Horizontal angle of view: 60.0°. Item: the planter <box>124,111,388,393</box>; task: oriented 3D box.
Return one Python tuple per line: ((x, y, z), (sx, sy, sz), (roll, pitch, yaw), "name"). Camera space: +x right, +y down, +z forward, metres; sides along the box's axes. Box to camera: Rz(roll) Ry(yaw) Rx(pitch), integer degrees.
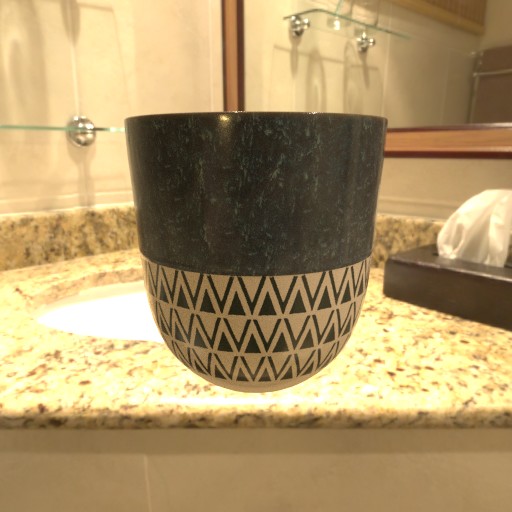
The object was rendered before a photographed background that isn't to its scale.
((0.000, 0.000, 0.366), (0.195, 0.214, 0.195), (0, 14, 0), "planter")
